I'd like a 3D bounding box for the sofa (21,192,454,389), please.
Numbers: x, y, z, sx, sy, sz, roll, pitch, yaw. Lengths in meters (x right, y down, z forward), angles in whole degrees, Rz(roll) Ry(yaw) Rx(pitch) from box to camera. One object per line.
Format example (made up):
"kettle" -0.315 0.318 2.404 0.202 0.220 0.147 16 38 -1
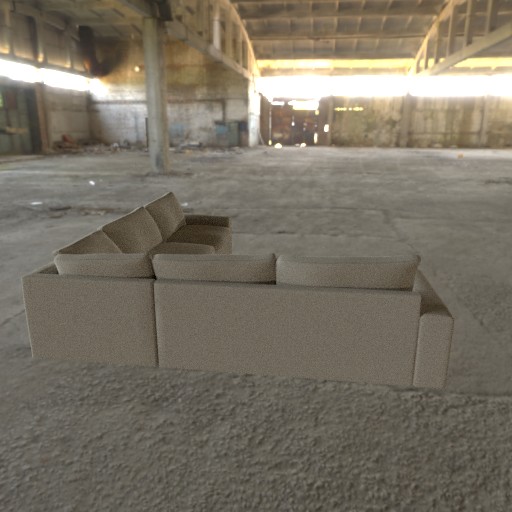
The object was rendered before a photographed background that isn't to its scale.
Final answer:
"sofa" 0.000 0.000 4.636 3.066 0.918 3.206 2 16 8
